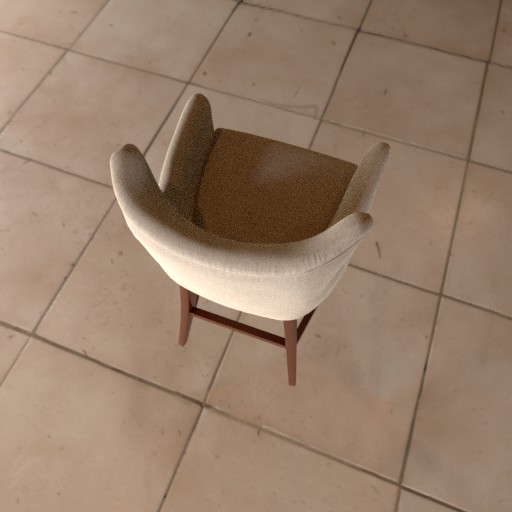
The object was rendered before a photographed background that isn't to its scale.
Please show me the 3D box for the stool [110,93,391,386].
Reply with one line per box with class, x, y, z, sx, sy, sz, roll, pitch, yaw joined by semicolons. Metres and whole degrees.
stool;0.000;0.000;1.353;0.556;1.034;0.563;18;65;9
